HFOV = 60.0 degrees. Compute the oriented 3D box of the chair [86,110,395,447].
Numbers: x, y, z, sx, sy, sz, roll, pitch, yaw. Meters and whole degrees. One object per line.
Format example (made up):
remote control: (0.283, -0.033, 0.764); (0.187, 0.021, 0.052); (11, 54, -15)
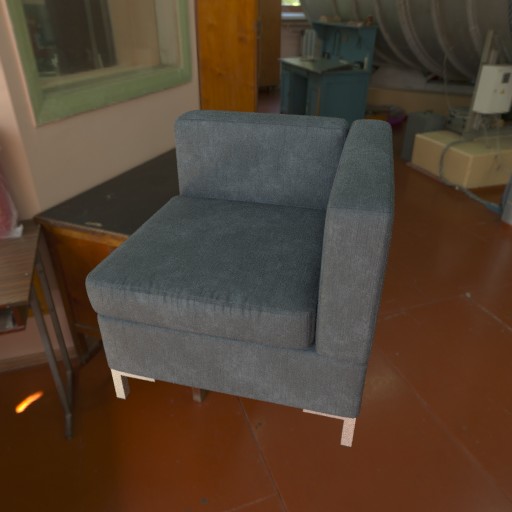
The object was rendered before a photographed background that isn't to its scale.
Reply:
chair: (0.000, 0.000, 1.250); (0.680, 0.660, 0.680); (7, 31, 12)
